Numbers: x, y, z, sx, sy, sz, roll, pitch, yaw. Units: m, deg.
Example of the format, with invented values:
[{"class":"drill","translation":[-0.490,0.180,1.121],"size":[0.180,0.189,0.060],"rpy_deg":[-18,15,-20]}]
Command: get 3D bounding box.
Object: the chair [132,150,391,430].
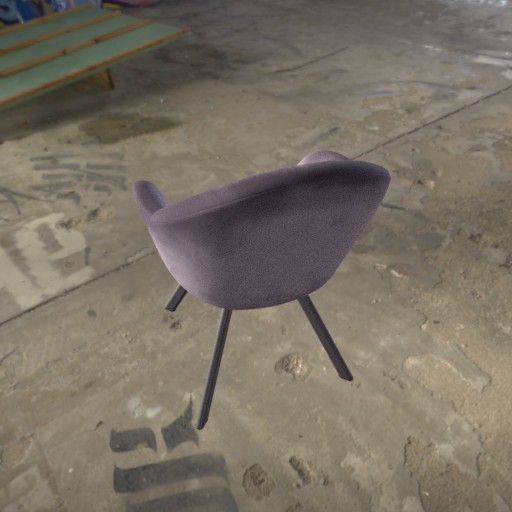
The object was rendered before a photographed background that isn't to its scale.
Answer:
[{"class":"chair","translation":[0.000,0.000,1.177],"size":[0.550,0.795,0.590],"rpy_deg":[-13,42,-15]}]
